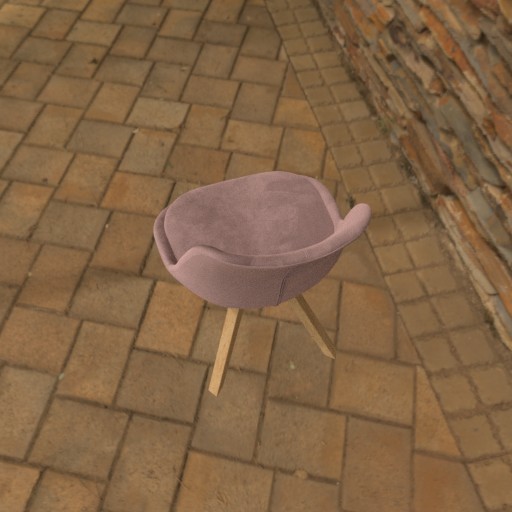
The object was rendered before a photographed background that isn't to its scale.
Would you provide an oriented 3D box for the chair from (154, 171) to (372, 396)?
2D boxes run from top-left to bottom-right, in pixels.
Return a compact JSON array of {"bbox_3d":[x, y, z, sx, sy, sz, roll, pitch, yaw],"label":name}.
[{"bbox_3d":[0.000,0.000,1.179,0.485,0.850,0.550,-15,59,-9],"label":"chair"}]
